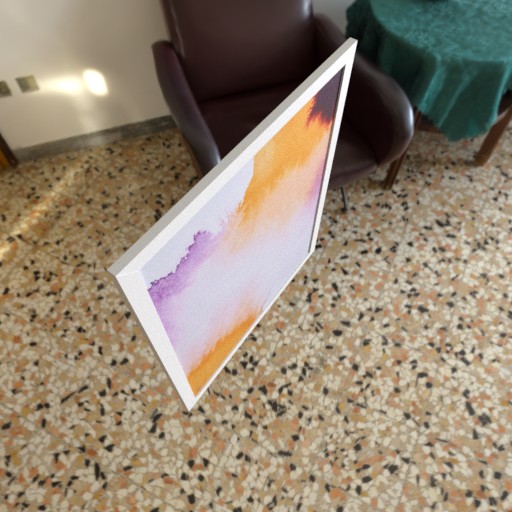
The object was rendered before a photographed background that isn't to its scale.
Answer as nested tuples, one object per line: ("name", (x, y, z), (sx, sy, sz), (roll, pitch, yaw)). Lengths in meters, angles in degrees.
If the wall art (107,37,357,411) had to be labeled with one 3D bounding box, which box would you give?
("wall art", (0.000, 0.000, 0.771), (0.012, 0.557, 0.482), (31, 63, 18))
